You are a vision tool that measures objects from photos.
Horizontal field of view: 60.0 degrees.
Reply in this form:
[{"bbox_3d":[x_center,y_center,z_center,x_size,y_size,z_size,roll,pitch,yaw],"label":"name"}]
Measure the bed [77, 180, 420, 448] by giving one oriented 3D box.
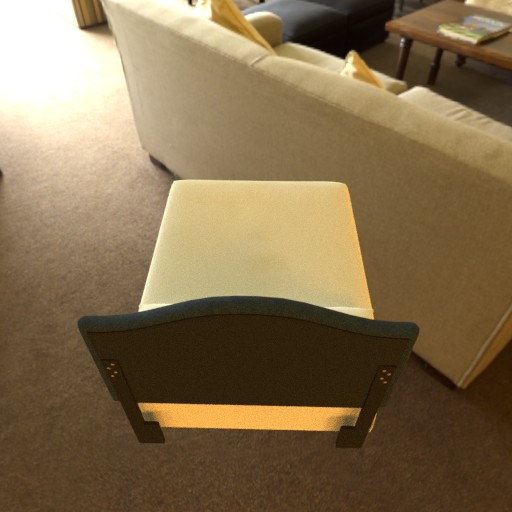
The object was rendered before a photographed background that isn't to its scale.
[{"bbox_3d":[0.000,0.000,3.240,1.713,1.518,2.153,1,46,1],"label":"bed"}]
